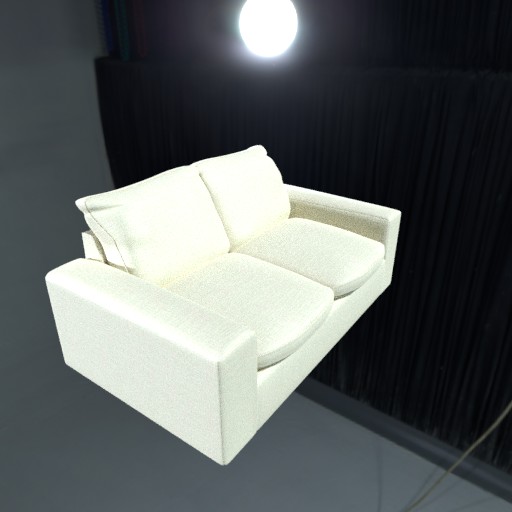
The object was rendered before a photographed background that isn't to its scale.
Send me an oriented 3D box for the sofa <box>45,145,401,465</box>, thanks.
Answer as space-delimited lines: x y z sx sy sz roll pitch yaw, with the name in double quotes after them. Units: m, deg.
0.000 0.000 2.385 1.091 0.875 1.754 17 31 32 "sofa"
